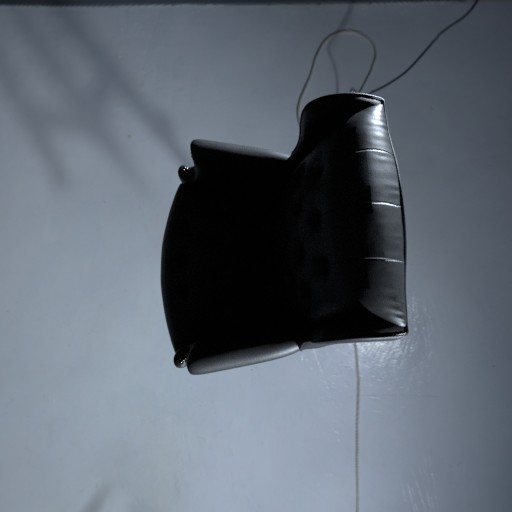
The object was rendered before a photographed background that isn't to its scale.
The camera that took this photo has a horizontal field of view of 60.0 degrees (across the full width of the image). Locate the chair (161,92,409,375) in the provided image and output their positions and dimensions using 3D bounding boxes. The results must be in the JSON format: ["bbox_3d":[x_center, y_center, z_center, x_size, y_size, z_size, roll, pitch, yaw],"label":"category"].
[{"bbox_3d":[0.000,0.000,1.640,0.762,1.111,0.838,-1,76,0],"label":"chair"}]
